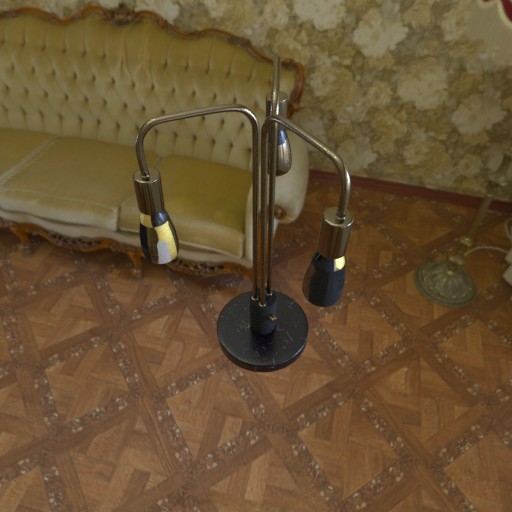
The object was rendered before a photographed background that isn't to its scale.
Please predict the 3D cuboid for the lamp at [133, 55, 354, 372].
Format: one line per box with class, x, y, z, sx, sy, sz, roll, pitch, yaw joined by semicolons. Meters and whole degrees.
lamp;0.000;0.000;0.788;0.355;0.560;0.368;-25;51;-22
